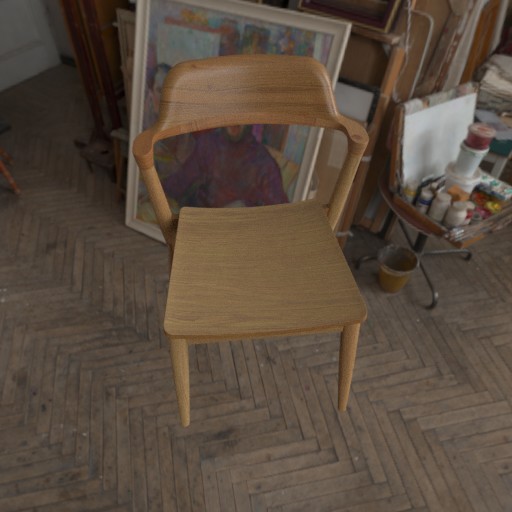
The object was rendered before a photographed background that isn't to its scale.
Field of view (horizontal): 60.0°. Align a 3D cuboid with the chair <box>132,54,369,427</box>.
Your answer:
[{"bbox_3d":[0.000,0.000,1.103,0.512,0.792,0.499,-4,47,-4],"label":"chair"}]
